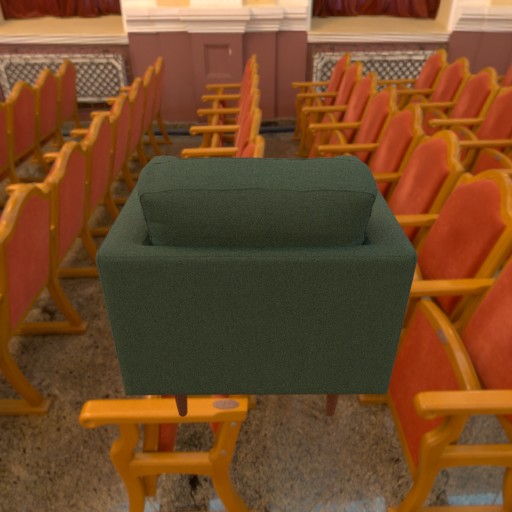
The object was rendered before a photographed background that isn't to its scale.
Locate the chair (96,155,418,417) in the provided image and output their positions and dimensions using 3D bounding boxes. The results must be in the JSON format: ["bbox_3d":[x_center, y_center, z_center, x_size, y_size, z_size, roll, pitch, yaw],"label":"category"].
[{"bbox_3d":[0.000,0.000,1.595,0.855,0.927,0.800,0,32,0],"label":"chair"}]
